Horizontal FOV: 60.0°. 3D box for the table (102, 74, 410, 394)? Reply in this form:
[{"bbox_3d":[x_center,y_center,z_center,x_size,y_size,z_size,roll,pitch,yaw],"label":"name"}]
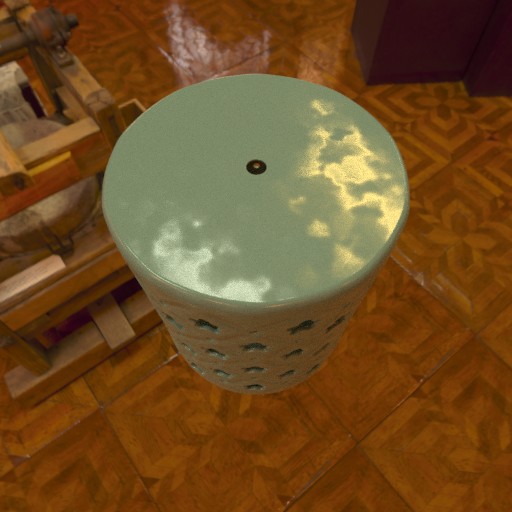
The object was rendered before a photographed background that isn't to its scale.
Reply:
[{"bbox_3d":[0.000,0.000,0.666,0.352,0.387,0.352,0,59,0],"label":"table"}]
